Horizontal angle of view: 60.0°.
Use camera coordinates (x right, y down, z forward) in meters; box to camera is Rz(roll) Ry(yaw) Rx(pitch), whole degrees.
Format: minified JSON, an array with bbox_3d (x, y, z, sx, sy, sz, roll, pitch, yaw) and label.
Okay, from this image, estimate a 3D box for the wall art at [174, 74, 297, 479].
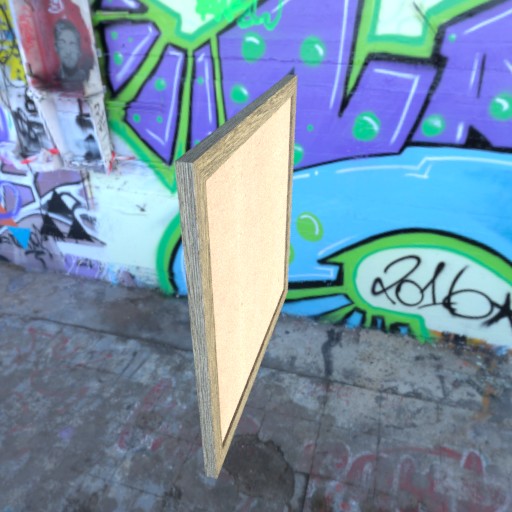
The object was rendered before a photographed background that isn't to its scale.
[{"bbox_3d":[0.000,0.000,0.765,0.019,0.508,0.508,8,32,14],"label":"wall art"}]
